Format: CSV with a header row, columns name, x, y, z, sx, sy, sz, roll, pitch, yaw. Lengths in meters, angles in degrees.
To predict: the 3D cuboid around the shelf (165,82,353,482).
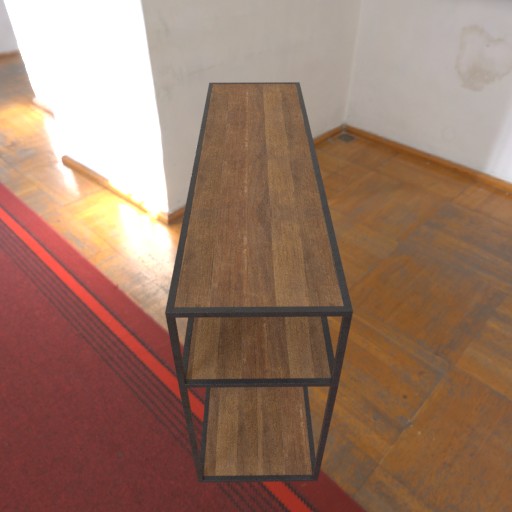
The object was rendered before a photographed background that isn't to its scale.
name,x,y,z,sx,sy,sz,roll,pitch,yaw
shelf,0.000,0.000,1.540,0.361,0.765,1.201,0,41,0
